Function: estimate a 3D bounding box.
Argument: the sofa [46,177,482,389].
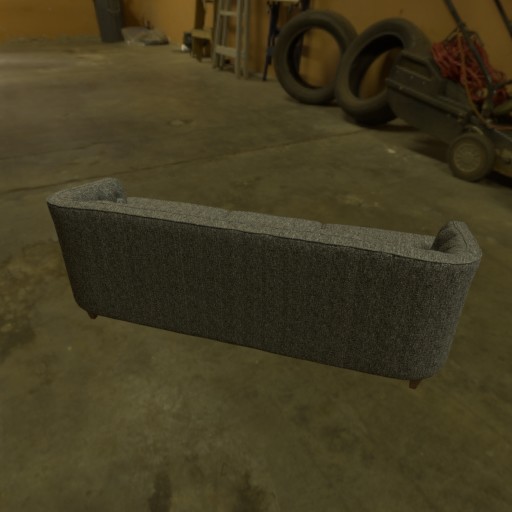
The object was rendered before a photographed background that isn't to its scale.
[{"bbox_3d":[0.000,0.000,2.644,2.278,0.855,0.941,9,33,14],"label":"sofa"}]
